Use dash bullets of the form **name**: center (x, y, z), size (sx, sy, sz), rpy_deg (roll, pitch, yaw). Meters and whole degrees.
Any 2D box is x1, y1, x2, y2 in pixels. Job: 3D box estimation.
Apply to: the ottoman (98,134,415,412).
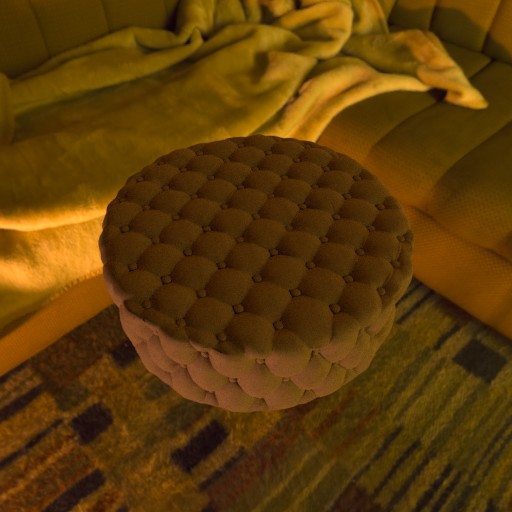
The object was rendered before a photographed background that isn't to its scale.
- **ottoman**: center (0.000, 0.000, 1.530), size (0.998, 0.399, 0.998), rpy_deg (0, 48, 0)
